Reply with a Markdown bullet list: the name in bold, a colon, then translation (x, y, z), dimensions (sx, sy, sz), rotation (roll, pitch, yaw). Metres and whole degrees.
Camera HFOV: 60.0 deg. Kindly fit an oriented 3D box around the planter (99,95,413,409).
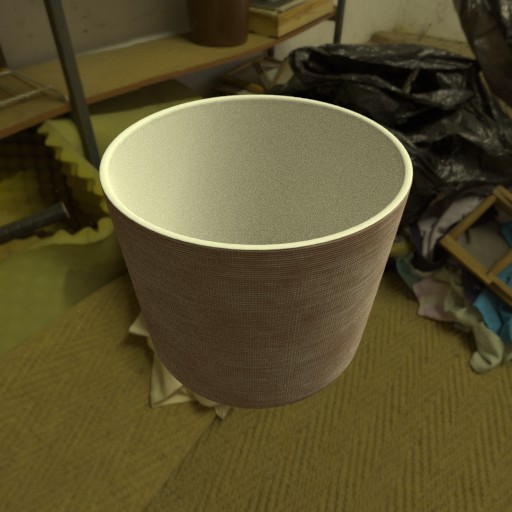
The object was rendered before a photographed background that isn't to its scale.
- **planter**: translation (0.000, 0.000, 0.772), dimensions (0.440, 0.398, 0.440), rotation (0, 41, 0)
